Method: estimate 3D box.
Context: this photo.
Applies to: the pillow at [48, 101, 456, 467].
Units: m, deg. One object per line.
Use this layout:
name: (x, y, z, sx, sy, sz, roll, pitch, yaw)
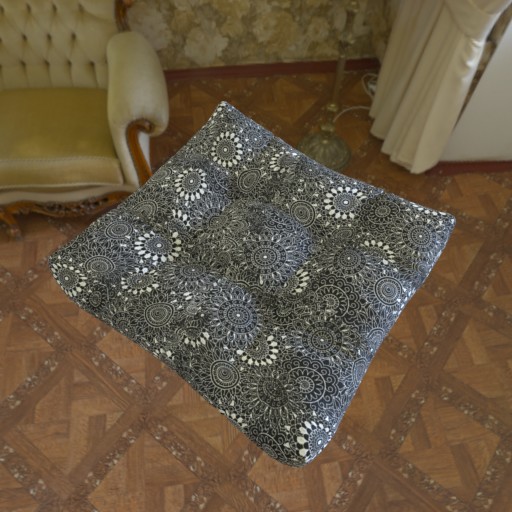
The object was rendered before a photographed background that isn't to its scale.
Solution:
pillow: (0.000, 0.000, 0.728, 0.490, 0.128, 0.468, 32, 63, 18)
